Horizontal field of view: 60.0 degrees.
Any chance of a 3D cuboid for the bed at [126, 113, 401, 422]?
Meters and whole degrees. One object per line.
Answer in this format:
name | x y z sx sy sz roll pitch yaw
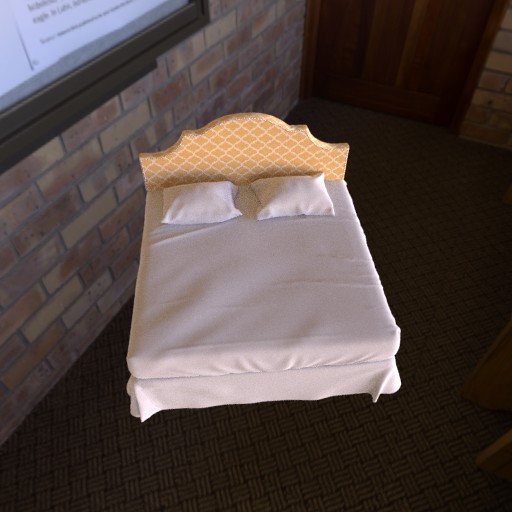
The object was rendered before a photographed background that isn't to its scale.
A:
bed | 0.000 0.000 3.820 2.314 1.601 2.222 -4 48 -3
